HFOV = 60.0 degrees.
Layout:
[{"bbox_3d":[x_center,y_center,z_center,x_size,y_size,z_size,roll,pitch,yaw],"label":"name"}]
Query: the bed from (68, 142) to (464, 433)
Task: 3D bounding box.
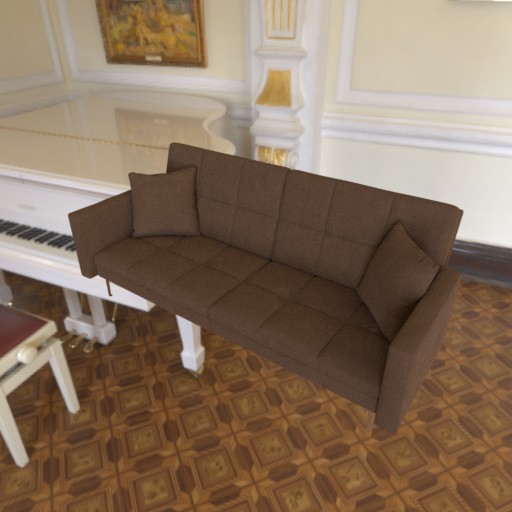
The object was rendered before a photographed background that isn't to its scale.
[{"bbox_3d":[0.000,0.000,2.312,1.905,0.787,0.889,20,36,30],"label":"bed"}]
